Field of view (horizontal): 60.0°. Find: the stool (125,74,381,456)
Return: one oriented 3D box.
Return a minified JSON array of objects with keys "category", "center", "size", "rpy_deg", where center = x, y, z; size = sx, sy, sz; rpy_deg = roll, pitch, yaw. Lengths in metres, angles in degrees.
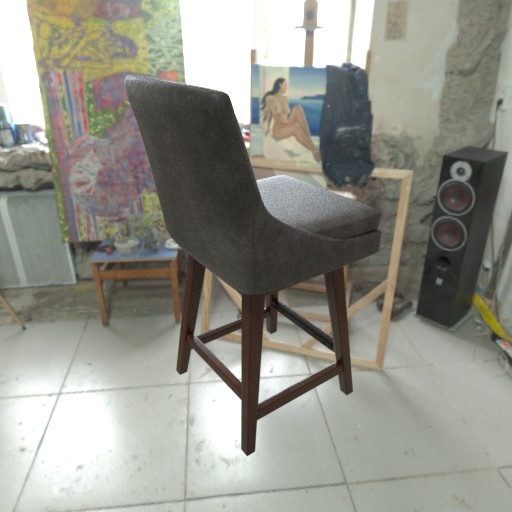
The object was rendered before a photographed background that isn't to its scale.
[{"category":"stool","center":[0.000,0.000,1.373],"size":[0.587,1.046,0.492],"rpy_deg":[-18,32,-31]}]
